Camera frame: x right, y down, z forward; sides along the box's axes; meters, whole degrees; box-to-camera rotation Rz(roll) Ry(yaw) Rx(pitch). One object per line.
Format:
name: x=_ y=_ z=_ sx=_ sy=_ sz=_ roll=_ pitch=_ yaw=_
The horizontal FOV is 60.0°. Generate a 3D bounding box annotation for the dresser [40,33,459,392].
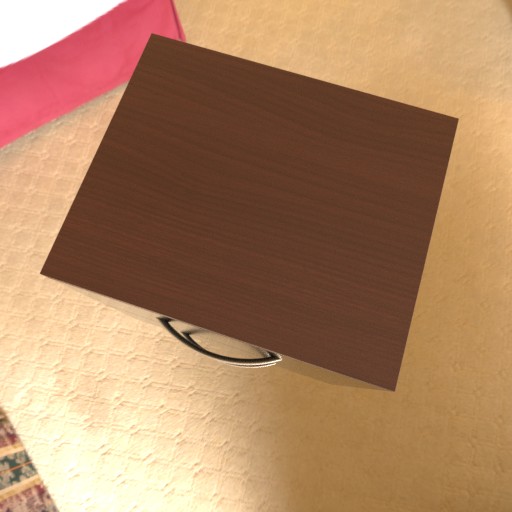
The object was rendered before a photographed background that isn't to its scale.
dresser: x=0.000 y=0.000 z=0.735 sx=0.400 sy=0.470 sz=0.360 roll=18 pitch=76 yaw=5
